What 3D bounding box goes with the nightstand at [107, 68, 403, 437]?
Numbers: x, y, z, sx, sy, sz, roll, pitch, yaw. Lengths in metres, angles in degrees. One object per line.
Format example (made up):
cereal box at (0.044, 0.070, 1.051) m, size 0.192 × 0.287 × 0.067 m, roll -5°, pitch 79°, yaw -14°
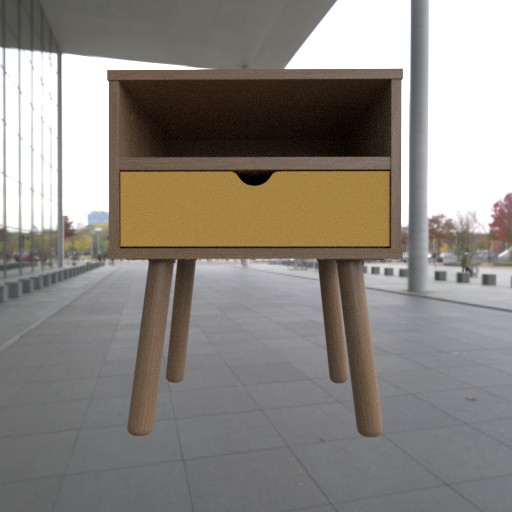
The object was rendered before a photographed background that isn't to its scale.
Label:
nightstand at (0.000, 0.000, 0.865) m, size 0.450 × 0.571 × 0.380 m, roll 0°, pitch 0°, yaw 1°
